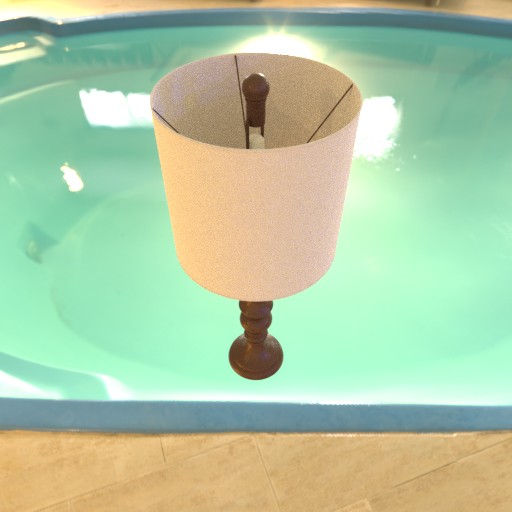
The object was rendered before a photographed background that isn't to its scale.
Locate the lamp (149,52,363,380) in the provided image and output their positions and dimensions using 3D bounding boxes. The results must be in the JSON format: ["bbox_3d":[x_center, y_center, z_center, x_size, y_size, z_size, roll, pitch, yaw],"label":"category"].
[{"bbox_3d":[0.000,0.000,0.723,0.250,0.597,0.250,-10,46,-10],"label":"lamp"}]
